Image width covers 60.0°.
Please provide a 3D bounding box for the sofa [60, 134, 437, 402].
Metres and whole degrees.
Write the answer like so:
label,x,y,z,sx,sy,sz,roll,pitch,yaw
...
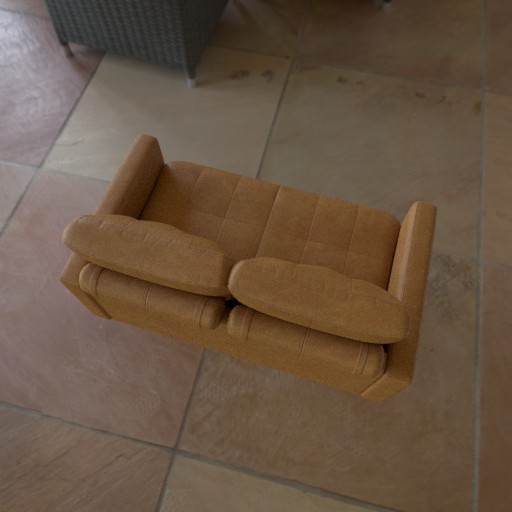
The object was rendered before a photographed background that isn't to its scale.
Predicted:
label,x,y,z,sx,sy,sz,roll,pitch,yaw
sofa,0.000,0.000,1.953,1.430,0.898,0.868,15,64,8
